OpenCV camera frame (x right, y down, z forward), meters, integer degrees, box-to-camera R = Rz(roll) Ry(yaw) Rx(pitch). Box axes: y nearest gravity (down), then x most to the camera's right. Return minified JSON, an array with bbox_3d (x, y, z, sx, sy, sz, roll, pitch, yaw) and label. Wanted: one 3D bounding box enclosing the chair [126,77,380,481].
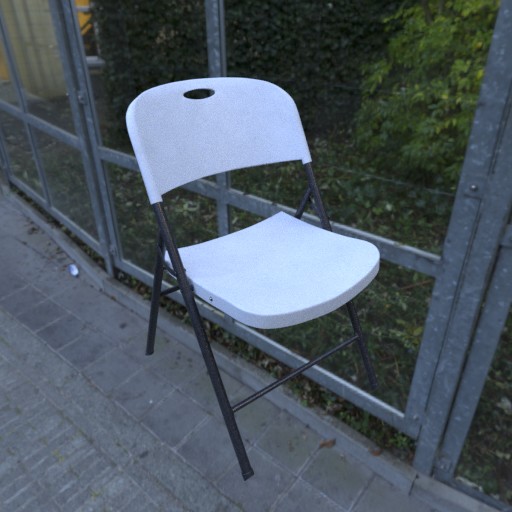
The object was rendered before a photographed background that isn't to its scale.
[{"bbox_3d":[0.000,0.000,1.168,0.494,0.810,0.566,-21,36,-32],"label":"chair"}]
